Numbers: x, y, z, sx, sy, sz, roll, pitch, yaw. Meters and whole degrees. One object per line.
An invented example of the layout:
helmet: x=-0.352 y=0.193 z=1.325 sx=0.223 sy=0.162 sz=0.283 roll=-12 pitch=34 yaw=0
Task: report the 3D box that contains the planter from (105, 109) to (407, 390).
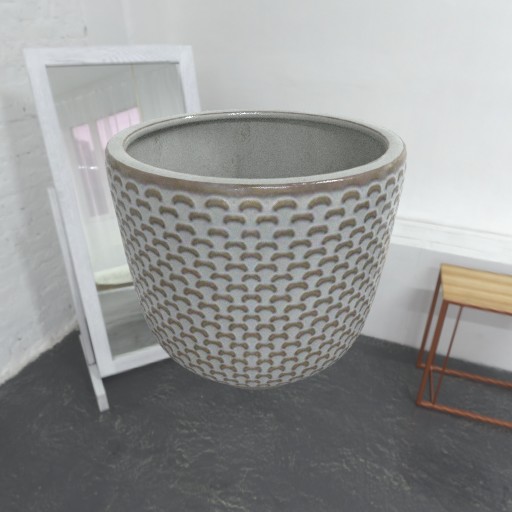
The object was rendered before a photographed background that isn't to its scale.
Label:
planter: x=0.000 y=0.000 z=0.240 sx=0.139 sy=0.130 sz=0.139 roll=0 pitch=29 yaw=0
